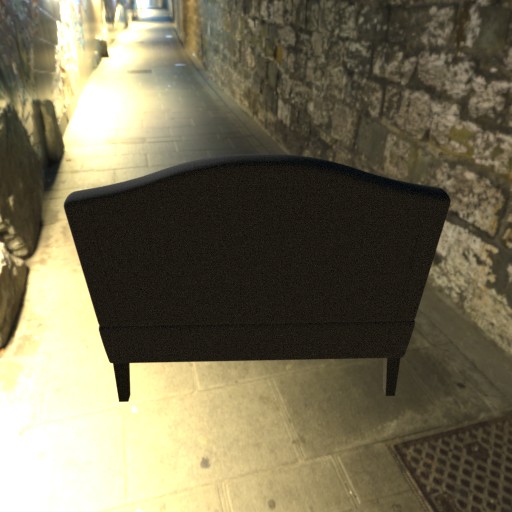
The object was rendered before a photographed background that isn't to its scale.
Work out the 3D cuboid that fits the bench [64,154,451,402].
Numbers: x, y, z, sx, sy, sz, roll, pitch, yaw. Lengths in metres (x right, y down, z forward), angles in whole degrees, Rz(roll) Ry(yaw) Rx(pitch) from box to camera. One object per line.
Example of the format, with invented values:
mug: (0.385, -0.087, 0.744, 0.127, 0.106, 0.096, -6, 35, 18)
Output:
bench: (0.000, 0.000, 2.056, 1.335, 1.180, 0.815, -1, 30, -1)
